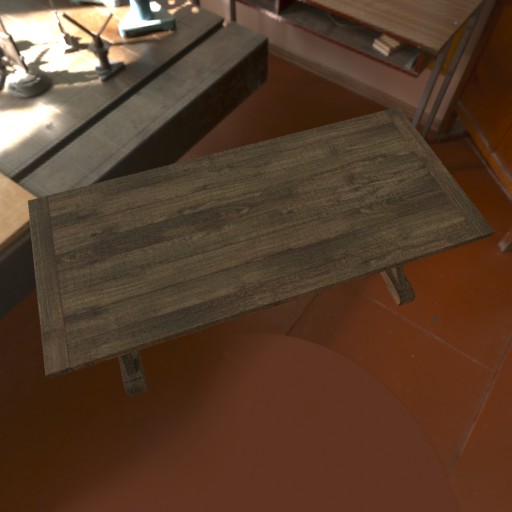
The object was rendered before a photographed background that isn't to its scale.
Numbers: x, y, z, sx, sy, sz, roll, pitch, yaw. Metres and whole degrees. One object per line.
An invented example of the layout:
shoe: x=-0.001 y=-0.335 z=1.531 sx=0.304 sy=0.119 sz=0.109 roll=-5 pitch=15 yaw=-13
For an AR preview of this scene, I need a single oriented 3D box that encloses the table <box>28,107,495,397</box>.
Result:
table: x=0.000 y=0.000 z=2.415 sx=2.031 sy=0.733 sz=0.907 roll=-17 pitch=60 yaw=-10
